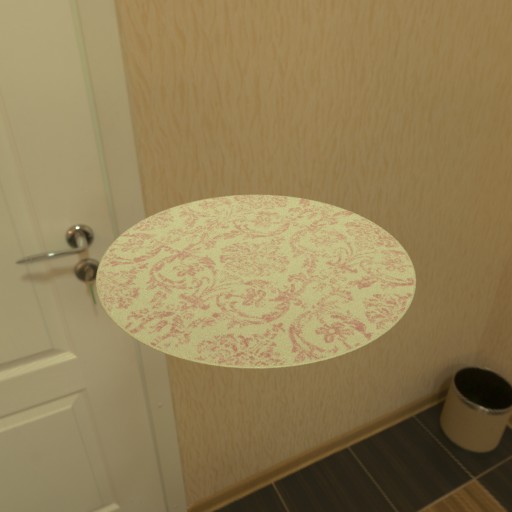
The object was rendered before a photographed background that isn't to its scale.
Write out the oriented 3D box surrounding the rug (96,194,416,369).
[{"bbox_3d":[0.000,0.000,2.308,1.593,0.012,1.593,0,31,0],"label":"rug"}]
